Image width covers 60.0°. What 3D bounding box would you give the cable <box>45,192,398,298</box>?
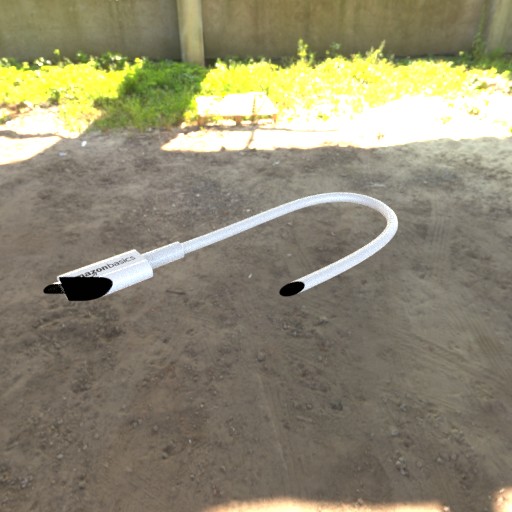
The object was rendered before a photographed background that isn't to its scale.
[{"bbox_3d":[0.000,0.000,0.112,0.098,0.006,0.040,-23,39,-32],"label":"cable"}]
